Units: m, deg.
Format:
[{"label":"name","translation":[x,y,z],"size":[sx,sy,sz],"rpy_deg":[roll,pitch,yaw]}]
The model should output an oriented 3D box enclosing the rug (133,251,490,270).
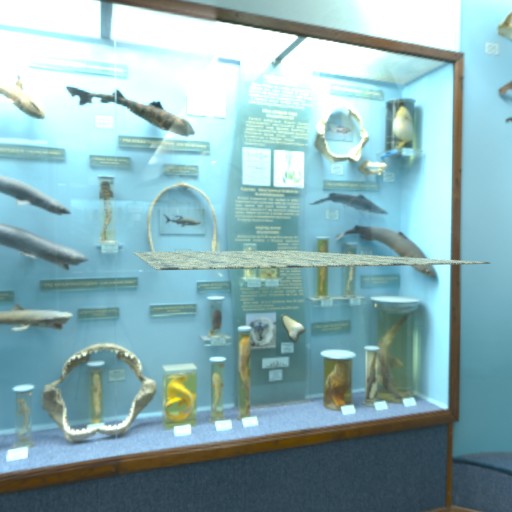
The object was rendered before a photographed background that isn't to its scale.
[{"label":"rug","translation":[0.000,0.000,2.029],"size":[1.035,0.006,1.652],"rpy_deg":[-1,2,-17]}]
